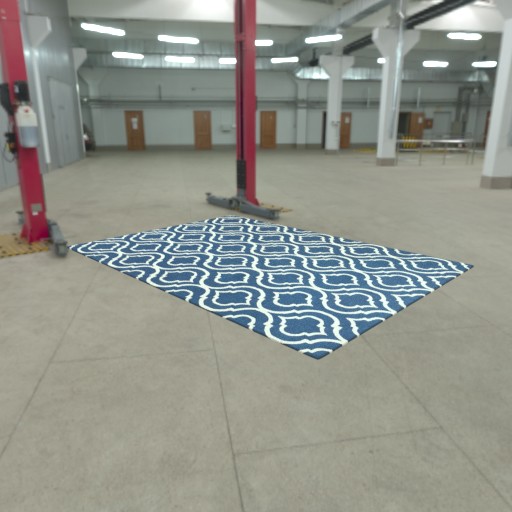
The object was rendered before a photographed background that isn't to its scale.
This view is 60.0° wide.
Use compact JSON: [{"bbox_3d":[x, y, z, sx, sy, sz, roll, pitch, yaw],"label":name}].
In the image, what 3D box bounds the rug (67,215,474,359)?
[{"bbox_3d":[0.000,0.000,2.824,2.134,0.010,1.524,16,23,42],"label":"rug"}]
